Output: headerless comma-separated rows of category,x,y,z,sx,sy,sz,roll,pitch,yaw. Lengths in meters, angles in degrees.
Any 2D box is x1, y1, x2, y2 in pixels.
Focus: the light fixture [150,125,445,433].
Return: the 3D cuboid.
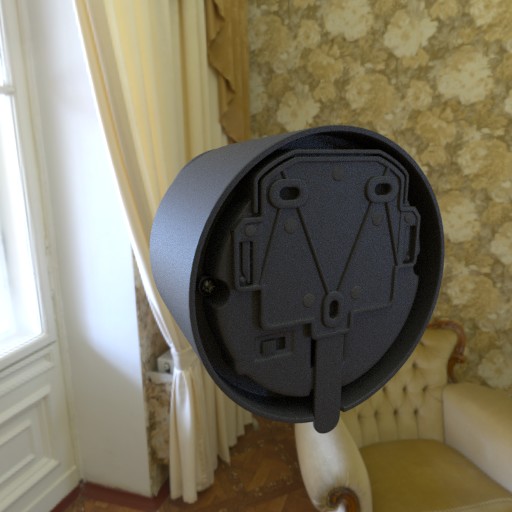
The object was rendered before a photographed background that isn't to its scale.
light fixture,0.000,0.000,0.266,0.134,0.143,0.160,-6,15,-25
